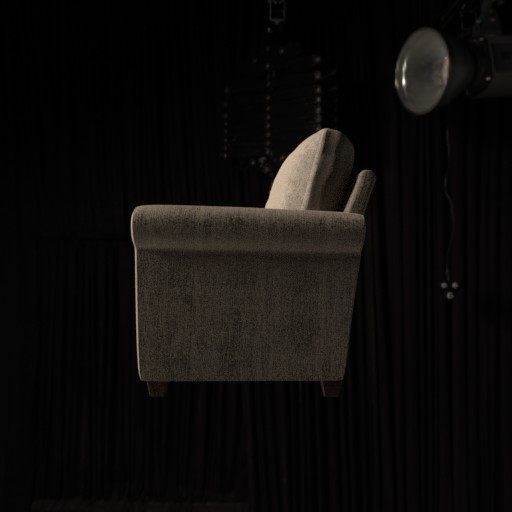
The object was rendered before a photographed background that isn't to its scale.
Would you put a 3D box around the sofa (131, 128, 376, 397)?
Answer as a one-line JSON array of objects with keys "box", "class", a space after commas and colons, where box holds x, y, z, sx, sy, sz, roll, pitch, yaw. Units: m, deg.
[{"box": [0.000, 0.000, 2.392, 0.842, 0.942, 1.935, 0, 0, -1], "class": "sofa"}]
